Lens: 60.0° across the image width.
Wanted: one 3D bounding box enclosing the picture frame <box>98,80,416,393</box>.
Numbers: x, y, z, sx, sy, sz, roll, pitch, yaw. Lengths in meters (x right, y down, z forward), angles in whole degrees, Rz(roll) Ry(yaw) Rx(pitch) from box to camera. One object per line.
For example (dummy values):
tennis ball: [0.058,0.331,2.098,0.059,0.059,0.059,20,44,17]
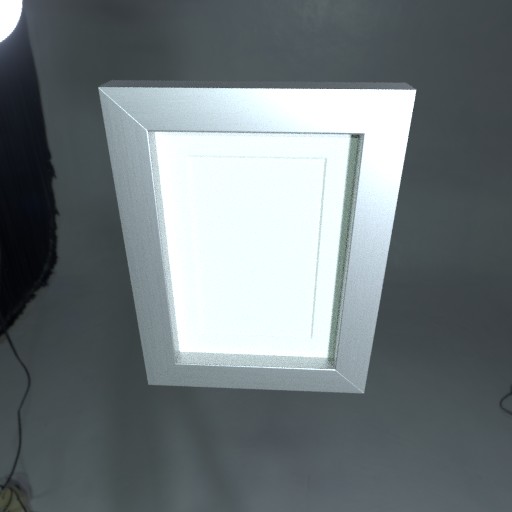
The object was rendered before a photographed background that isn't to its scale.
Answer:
picture frame: [0.000,0.000,0.283,0.157,0.208,0.028,2,30,3]
